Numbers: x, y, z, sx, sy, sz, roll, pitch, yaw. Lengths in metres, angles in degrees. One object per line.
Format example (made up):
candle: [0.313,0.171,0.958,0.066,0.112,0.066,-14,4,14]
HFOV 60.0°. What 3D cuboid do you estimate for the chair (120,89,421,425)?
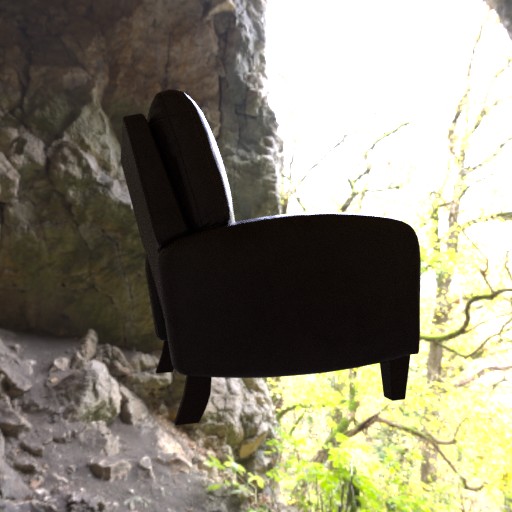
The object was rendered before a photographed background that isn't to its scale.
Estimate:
chair: [0.000,0.000,1.700,0.990,0.990,0.762,0,-1,-18]
